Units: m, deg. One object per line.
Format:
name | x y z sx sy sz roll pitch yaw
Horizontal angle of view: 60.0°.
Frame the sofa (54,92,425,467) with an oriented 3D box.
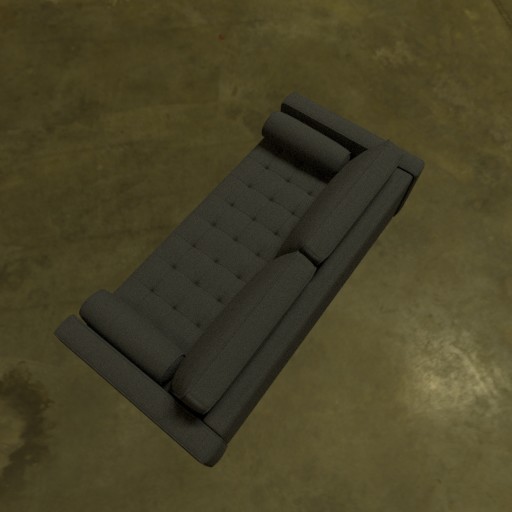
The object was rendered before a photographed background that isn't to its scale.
sofa | 0.000 0.000 2.356 0.914 0.759 1.875 34 68 16
